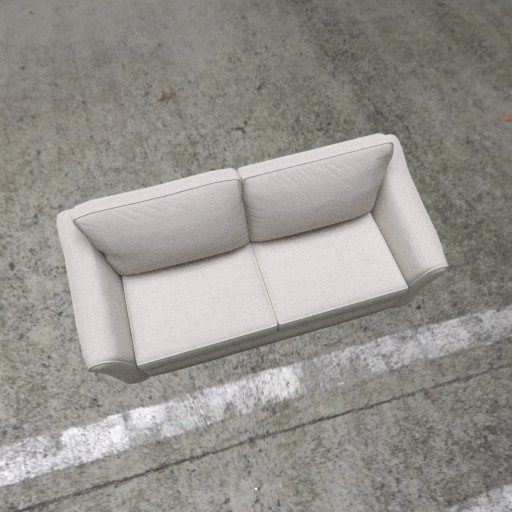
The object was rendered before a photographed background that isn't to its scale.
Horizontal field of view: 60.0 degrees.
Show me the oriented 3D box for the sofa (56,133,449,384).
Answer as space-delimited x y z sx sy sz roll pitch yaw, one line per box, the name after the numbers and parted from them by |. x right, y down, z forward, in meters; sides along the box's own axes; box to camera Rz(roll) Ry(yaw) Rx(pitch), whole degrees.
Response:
0.000 0.000 2.867 2.270 0.965 0.980 -15 63 -8 | sofa
